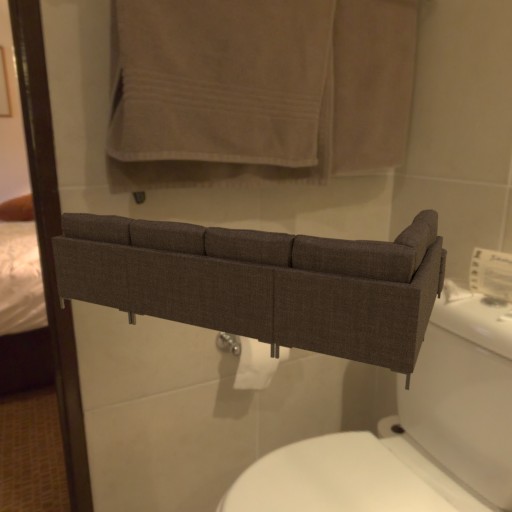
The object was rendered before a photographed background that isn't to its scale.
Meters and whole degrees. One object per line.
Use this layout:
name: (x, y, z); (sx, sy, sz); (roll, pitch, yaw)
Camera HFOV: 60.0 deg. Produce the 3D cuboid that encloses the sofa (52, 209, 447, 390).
sofa: (0.000, 0.000, 4.449); (3.423, 0.999, 2.048); (7, 17, 26)
